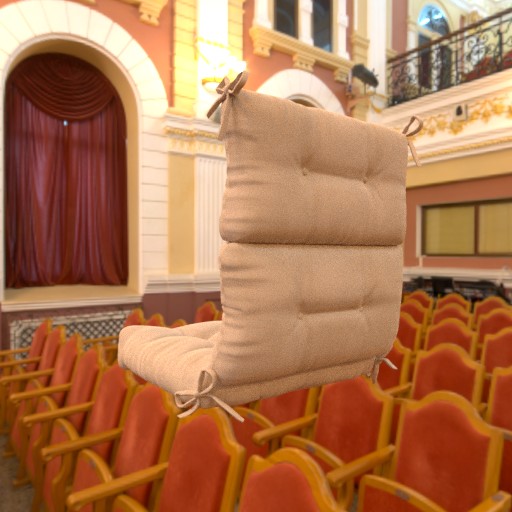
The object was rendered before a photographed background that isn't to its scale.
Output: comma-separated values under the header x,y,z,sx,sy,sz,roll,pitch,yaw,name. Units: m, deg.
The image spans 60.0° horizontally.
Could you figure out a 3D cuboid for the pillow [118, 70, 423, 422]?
x,y,z,sx,sy,sz,roll,pitch,yaw,name
0.000,0.000,1.027,0.519,0.605,0.571,0,0,-36,pillow
